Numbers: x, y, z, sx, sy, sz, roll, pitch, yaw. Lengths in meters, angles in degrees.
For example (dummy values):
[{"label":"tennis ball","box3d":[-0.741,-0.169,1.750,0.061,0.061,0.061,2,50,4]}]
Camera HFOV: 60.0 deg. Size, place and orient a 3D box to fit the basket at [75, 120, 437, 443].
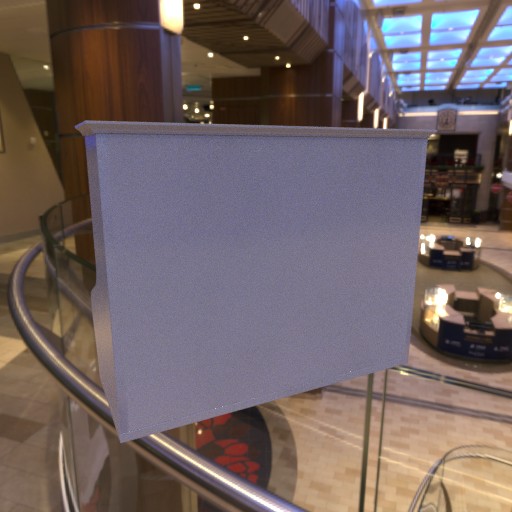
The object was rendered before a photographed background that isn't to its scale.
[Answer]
[{"label":"basket","box3d":[0.000,0.000,1.096,0.780,0.600,0.350,-7,15,-26]}]
